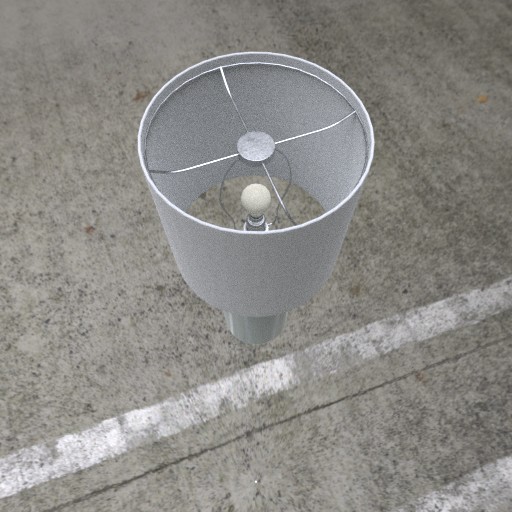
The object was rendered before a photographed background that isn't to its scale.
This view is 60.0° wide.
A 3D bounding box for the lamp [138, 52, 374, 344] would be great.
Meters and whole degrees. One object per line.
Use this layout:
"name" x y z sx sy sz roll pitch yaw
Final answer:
"lamp" 0.000 0.000 0.618 0.212 0.493 0.212 -18 65 -9
